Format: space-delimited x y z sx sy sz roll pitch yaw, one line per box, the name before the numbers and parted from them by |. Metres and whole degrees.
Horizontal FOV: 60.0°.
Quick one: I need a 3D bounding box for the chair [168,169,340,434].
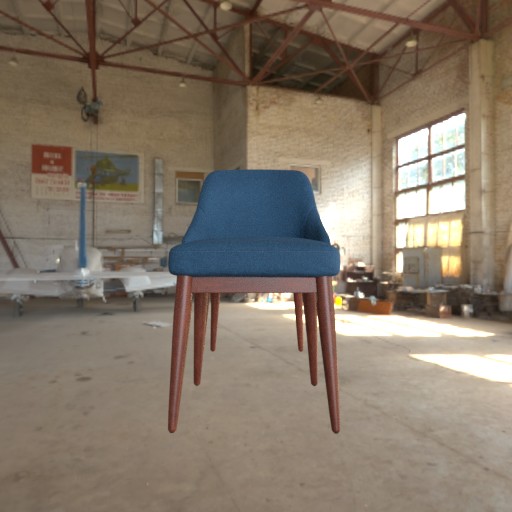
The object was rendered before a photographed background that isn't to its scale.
chair | 0.000 0.000 1.615 0.584 0.866 1.114 0 -1 1
